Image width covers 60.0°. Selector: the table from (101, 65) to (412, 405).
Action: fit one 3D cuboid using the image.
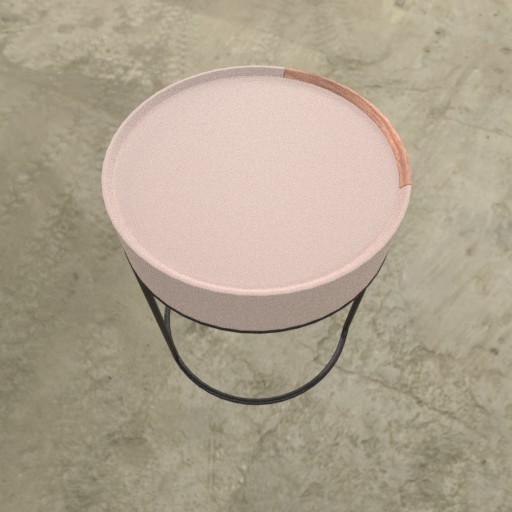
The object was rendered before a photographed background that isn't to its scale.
[{"bbox_3d":[0.000,0.000,0.873,0.450,0.530,0.450,0,58,0],"label":"table"}]
